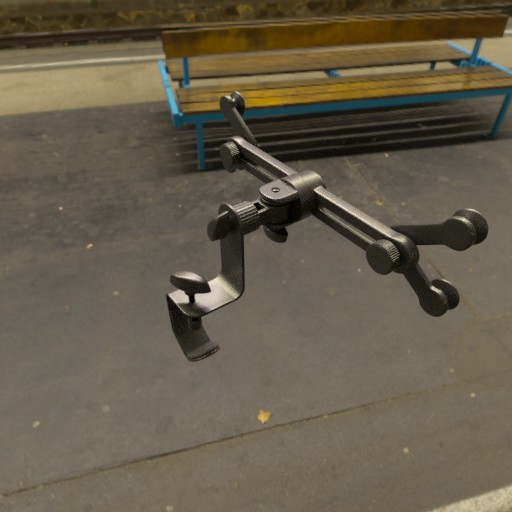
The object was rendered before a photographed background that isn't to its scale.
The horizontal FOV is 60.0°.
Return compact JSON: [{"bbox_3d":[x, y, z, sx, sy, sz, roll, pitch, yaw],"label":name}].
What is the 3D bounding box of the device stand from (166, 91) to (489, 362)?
[{"bbox_3d":[0.000,0.000,0.359,0.142,0.166,0.270,-25,46,-27],"label":"device stand"}]
